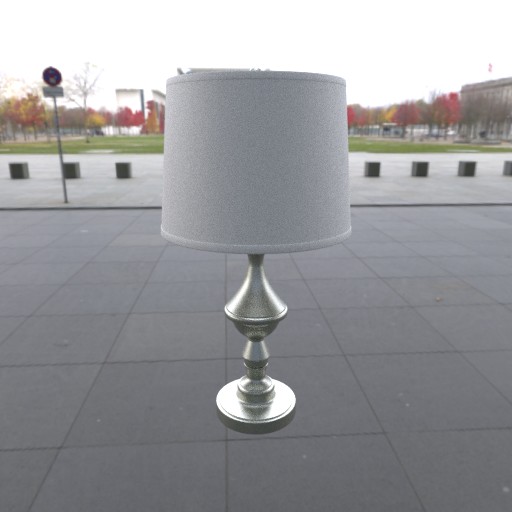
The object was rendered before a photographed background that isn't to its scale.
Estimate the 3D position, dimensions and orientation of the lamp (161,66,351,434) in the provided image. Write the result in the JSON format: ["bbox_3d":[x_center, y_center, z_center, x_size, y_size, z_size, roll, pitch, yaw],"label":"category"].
[{"bbox_3d":[0.000,0.000,0.925,0.383,0.733,0.383,0,16,0],"label":"lamp"}]
